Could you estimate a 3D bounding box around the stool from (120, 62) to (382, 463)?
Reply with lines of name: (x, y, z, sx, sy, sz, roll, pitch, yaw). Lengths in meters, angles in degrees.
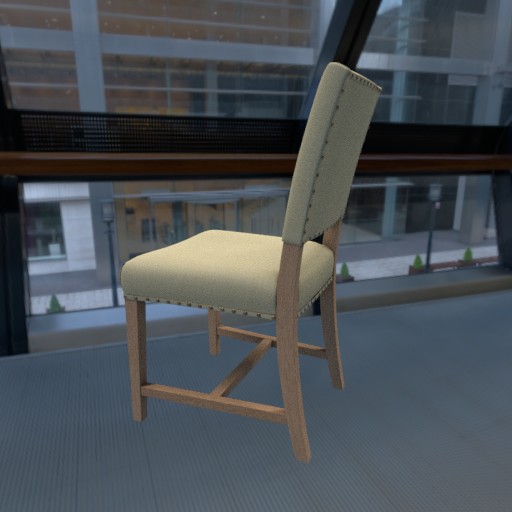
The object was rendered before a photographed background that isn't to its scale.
stool: (0.000, 0.000, 1.330, 0.623, 0.986, 0.508, 7, 16, 23)
